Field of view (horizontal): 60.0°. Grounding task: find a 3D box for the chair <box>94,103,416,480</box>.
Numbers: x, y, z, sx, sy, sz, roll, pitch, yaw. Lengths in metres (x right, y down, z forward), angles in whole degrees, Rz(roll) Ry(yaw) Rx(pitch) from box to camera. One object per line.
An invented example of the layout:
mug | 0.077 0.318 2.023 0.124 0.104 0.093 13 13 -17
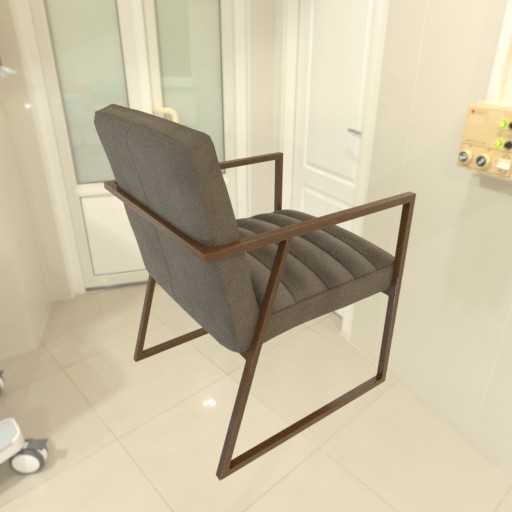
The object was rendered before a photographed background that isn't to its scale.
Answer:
chair | 0.000 0.000 1.294 0.682 0.843 0.578 -17 31 -31
